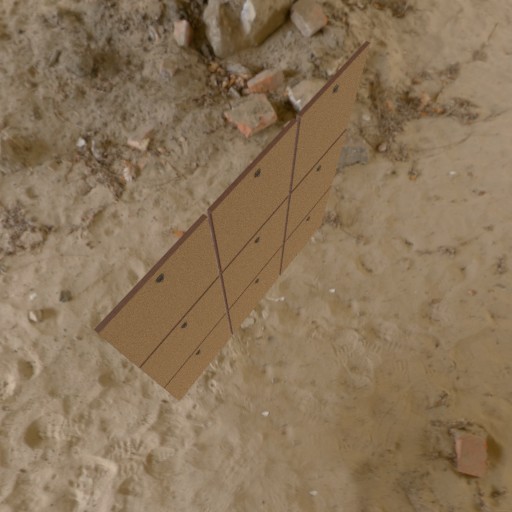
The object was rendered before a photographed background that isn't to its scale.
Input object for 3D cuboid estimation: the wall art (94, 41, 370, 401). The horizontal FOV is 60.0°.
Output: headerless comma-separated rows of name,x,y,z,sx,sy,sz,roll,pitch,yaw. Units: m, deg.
wall art,0.000,0.000,1.792,0.024,1.218,1.221,35,69,15
